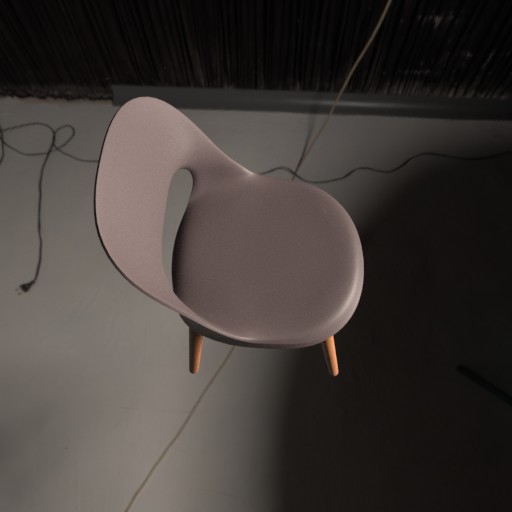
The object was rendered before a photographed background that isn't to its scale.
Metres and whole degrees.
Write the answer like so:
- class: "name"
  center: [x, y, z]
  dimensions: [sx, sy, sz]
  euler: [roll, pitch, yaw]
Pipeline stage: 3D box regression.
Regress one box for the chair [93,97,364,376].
- class: "chair"
  center: [0.000, 0.000, 1.138]
  dimensions: [0.556, 0.794, 0.470]
  euler: [2, 65, 1]
